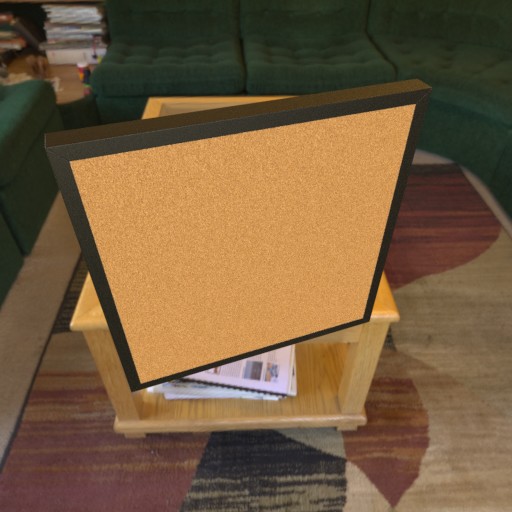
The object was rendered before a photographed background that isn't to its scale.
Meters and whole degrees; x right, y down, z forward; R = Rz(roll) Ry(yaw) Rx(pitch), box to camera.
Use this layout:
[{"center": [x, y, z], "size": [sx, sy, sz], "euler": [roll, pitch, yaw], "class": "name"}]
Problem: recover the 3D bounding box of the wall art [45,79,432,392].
[{"center": [0.000, 0.000, 0.735], "size": [0.508, 0.508, 0.036], "euler": [-13, 44, -14], "class": "wall art"}]
